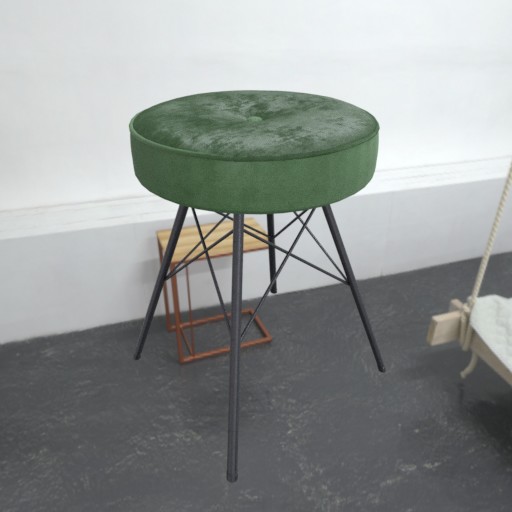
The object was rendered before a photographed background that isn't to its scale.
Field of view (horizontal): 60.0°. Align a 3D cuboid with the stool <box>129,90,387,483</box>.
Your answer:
[{"bbox_3d":[0.000,0.000,0.915,0.457,0.595,0.430,-22,38,-32],"label":"stool"}]
